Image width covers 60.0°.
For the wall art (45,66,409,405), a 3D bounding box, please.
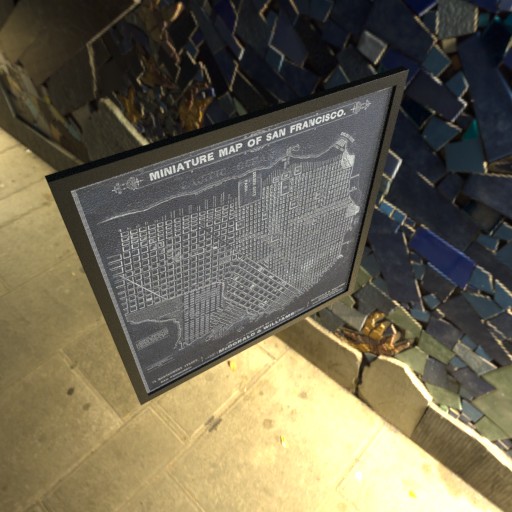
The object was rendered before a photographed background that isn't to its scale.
[{"bbox_3d":[0.000,0.000,1.163,0.807,0.807,0.022,-24,51,-21],"label":"wall art"}]
